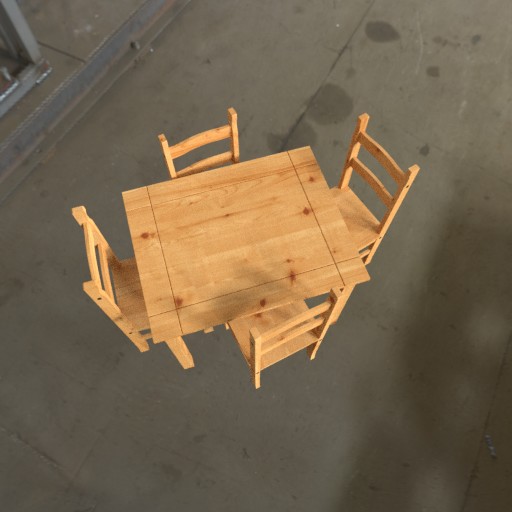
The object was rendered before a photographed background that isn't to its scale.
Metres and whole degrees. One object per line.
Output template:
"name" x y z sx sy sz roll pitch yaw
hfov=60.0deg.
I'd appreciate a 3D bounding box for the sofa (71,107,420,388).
"sofa" 0.000 0.000 2.341 1.529 1.000 1.144 -16 65 -7
